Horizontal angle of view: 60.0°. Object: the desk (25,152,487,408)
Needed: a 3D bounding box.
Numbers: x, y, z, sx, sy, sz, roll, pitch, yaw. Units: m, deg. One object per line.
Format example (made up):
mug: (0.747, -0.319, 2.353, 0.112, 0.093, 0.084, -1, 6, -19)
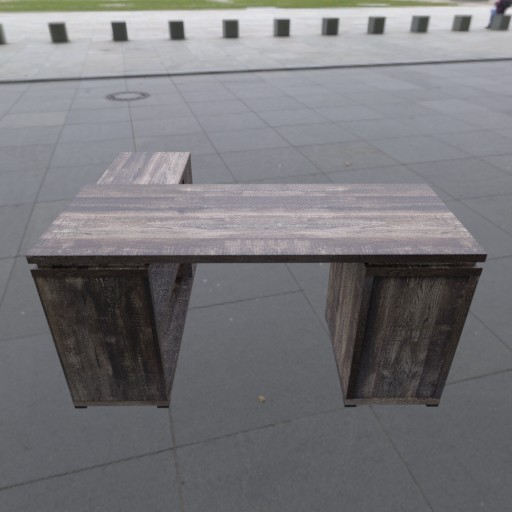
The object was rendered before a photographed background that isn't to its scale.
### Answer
desk: (0.000, 0.000, 2.169, 1.524, 0.753, 1.200, 0, 32, 0)
